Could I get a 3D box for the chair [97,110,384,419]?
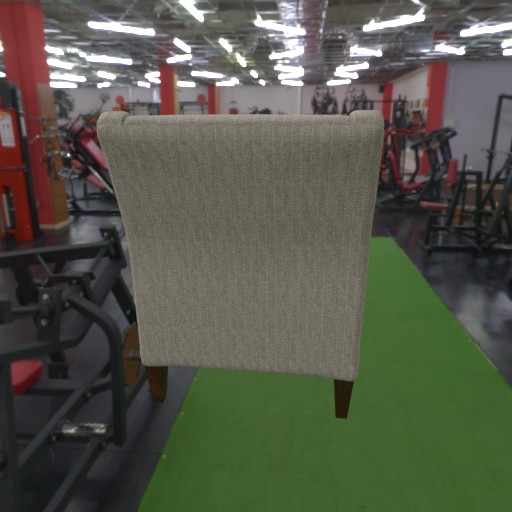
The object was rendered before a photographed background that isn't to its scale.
[{"bbox_3d":[0.000,0.000,1.663,0.774,1.014,0.870,2,17,8],"label":"chair"}]
